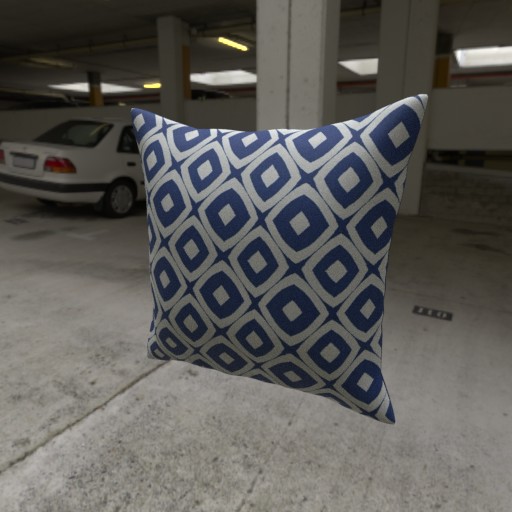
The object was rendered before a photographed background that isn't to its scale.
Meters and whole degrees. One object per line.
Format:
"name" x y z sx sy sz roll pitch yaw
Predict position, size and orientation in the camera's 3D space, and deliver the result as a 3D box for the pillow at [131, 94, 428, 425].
"pillow" 0.000 0.000 0.749 0.504 0.494 0.188 7 16 26
